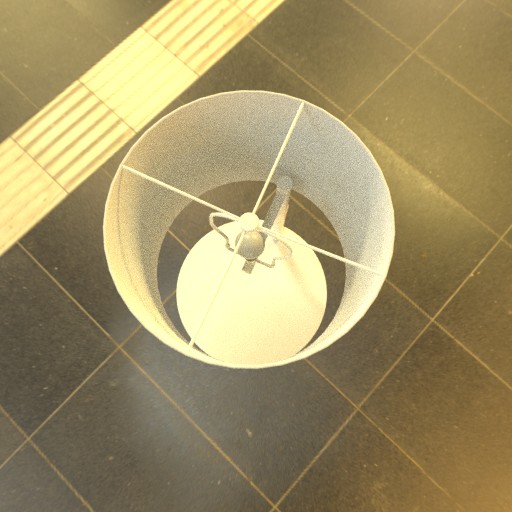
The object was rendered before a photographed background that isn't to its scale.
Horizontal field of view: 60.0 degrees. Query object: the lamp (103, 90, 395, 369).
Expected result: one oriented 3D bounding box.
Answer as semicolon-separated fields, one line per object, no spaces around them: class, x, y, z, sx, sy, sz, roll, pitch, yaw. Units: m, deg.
lamp;0.000;0.000;0.679;0.299;0.454;0.341;23;77;5
